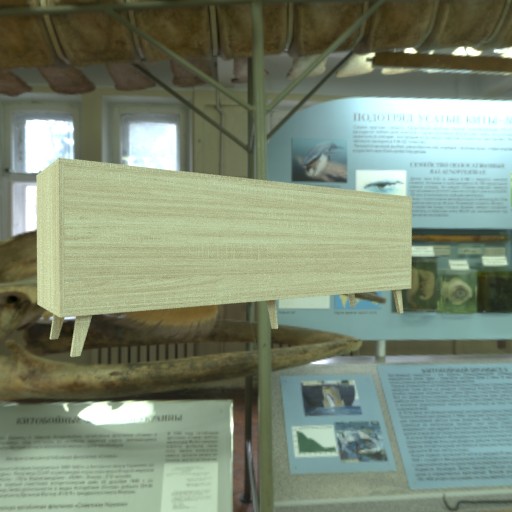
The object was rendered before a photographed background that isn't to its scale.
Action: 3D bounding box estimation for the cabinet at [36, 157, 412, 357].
[{"bbox_3d":[0.000,0.000,2.542,2.200,0.780,0.500,-1,1,-35],"label":"cabinet"}]
